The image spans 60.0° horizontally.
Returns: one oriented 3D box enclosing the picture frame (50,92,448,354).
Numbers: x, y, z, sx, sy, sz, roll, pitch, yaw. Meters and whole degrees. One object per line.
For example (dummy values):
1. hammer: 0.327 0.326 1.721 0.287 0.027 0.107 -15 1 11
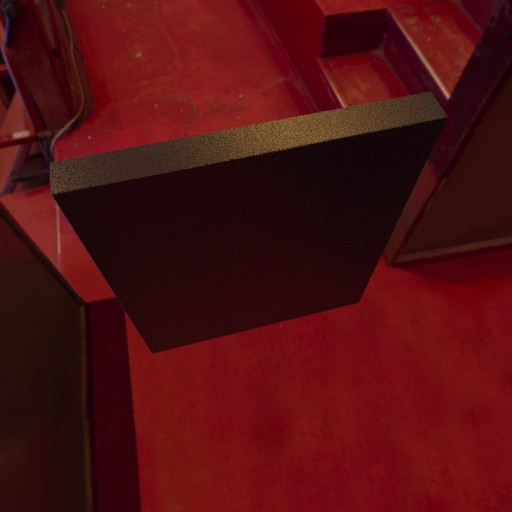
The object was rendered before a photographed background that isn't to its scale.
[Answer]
1. picture frame: 0.000 0.000 0.526 0.328 0.378 0.034 -13 60 -7
